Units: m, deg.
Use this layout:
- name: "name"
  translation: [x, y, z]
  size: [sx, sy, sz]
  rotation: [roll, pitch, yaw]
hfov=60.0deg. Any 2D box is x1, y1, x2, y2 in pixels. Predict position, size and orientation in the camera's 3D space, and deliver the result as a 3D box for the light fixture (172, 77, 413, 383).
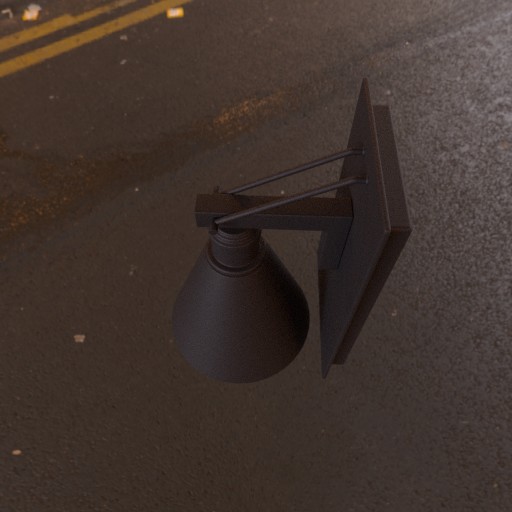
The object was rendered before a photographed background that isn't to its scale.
- name: "light fixture"
  translation: [0.000, 0.000, 0.431]
  size: [0.207, 0.298, 0.170]
  rotation: [2, 58, 1]
